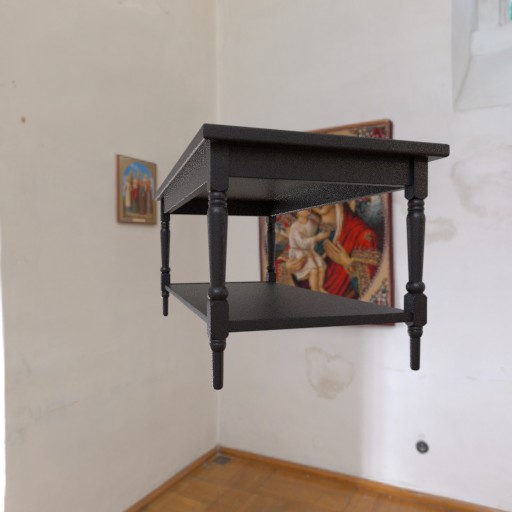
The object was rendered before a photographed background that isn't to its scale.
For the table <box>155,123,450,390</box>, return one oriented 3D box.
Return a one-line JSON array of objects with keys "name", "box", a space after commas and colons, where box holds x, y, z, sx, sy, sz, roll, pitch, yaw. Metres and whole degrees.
[{"name": "table", "box": [0.000, 0.000, 1.427, 0.550, 0.510, 1.107, 0, 1, -17]}]
